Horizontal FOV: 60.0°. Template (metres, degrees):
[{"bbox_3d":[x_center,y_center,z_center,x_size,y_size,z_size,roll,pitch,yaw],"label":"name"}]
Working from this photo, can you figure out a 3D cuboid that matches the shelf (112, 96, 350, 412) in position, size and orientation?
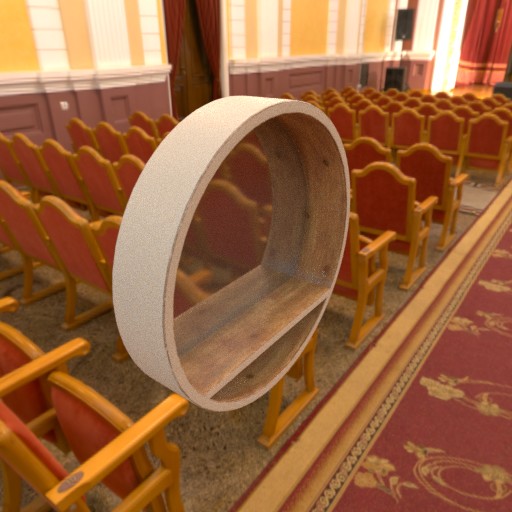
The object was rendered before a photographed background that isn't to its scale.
[{"bbox_3d":[0.000,0.000,1.198,0.158,0.807,0.806,18,31,33],"label":"shelf"}]
